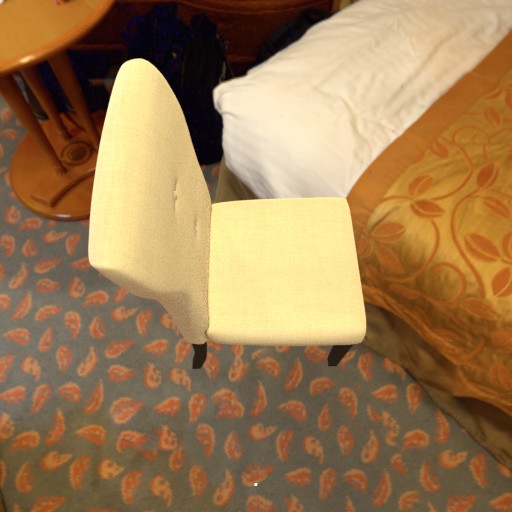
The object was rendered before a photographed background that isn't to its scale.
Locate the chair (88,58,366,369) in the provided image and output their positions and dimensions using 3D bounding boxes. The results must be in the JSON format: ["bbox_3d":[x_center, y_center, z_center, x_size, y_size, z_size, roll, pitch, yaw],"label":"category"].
[{"bbox_3d":[0.000,0.000,1.241,0.597,0.921,0.509,-1,63,-1],"label":"chair"}]
